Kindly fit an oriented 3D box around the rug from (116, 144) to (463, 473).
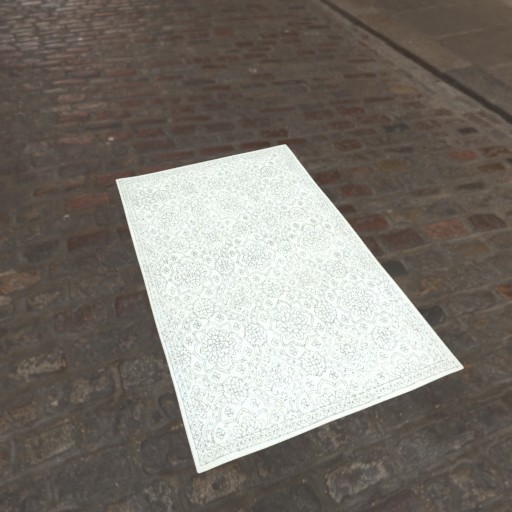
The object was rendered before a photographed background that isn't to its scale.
[{"bbox_3d":[0.000,0.000,3.028,1.518,0.023,2.434,-16,48,-15],"label":"rug"}]
